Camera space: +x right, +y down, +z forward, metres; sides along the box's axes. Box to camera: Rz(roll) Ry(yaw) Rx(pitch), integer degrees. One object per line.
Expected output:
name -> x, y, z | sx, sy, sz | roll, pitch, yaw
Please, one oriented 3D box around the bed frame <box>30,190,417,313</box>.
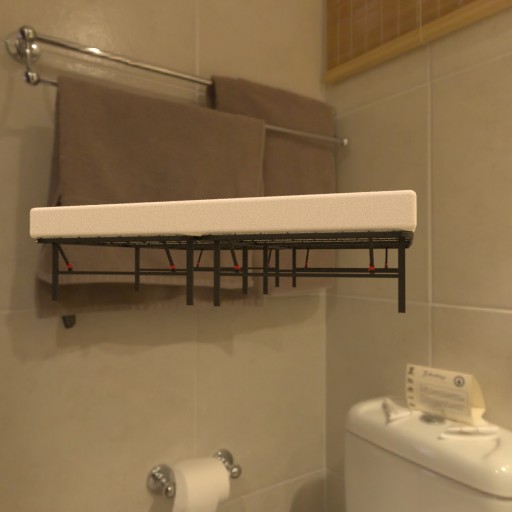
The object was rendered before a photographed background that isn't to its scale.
bed frame -> 0.000, 0.000, 3.053 | 2.033, 0.525, 1.935 | 0, -1, 18
